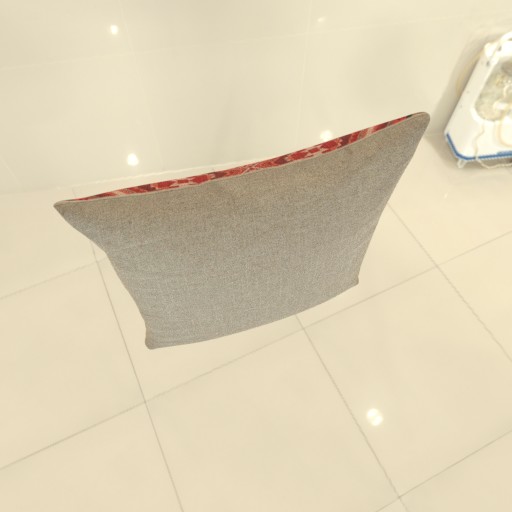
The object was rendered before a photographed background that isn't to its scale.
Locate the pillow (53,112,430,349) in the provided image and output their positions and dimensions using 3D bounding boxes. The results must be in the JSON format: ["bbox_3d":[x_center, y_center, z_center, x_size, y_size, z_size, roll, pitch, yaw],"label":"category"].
[{"bbox_3d":[0.000,0.000,0.792,0.513,0.511,0.158,-16,61,-9],"label":"pillow"}]
